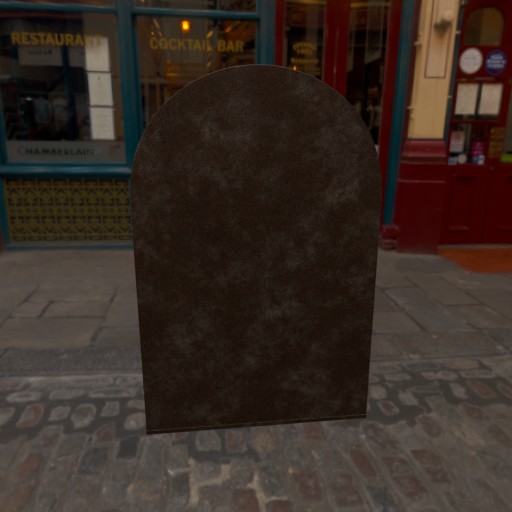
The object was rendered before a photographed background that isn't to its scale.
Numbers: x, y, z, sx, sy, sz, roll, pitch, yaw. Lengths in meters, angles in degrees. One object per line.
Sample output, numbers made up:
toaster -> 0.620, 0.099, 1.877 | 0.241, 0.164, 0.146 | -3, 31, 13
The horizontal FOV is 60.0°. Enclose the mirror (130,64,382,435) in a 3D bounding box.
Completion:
mirror -> 0.000, 0.000, 0.985 | 0.510, 0.770, 0.137 | -2, 15, -7
